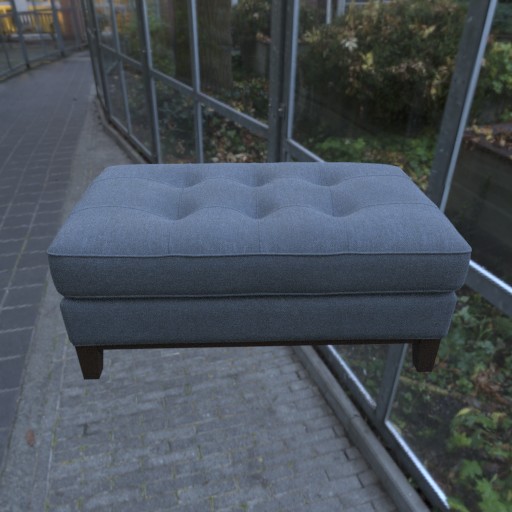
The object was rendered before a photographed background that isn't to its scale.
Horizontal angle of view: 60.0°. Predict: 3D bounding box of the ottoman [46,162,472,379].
[{"bbox_3d":[0.000,0.000,1.507,1.143,0.514,0.648,-1,31,-1],"label":"ottoman"}]
